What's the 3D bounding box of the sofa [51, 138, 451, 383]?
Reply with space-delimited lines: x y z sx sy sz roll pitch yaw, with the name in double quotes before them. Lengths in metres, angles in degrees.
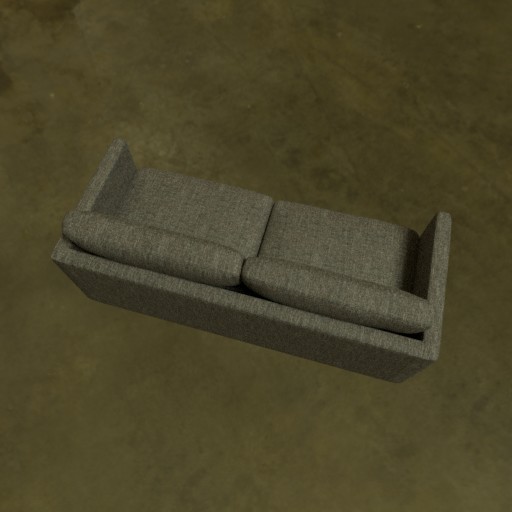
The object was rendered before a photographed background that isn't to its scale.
"sofa" 0.000 0.000 2.822 2.208 0.960 0.948 14 65 7
